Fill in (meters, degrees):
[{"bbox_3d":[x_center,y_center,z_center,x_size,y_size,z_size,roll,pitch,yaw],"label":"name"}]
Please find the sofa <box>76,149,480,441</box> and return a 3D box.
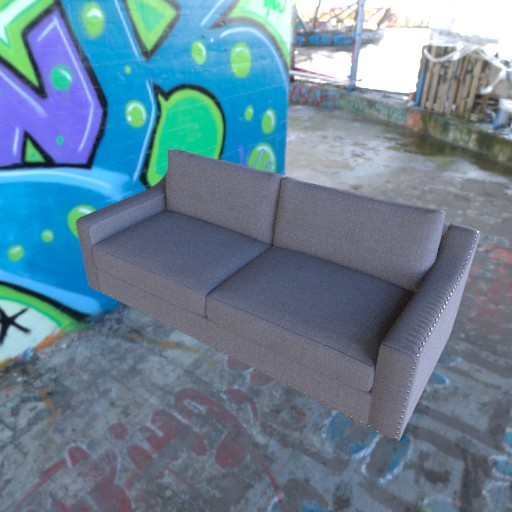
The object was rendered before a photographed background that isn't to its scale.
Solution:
[{"bbox_3d":[0.000,0.000,2.673,2.208,0.857,1.000,19,35,30],"label":"sofa"}]
